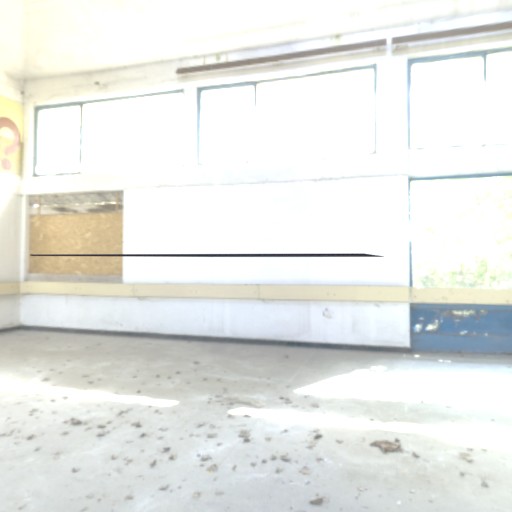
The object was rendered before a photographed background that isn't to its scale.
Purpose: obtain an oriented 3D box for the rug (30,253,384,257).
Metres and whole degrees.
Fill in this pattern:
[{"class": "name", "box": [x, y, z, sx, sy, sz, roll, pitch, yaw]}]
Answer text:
[{"class": "rug", "box": [0.000, 0.000, 3.843, 2.053, 0.011, 2.940, 0, 0, 18]}]
